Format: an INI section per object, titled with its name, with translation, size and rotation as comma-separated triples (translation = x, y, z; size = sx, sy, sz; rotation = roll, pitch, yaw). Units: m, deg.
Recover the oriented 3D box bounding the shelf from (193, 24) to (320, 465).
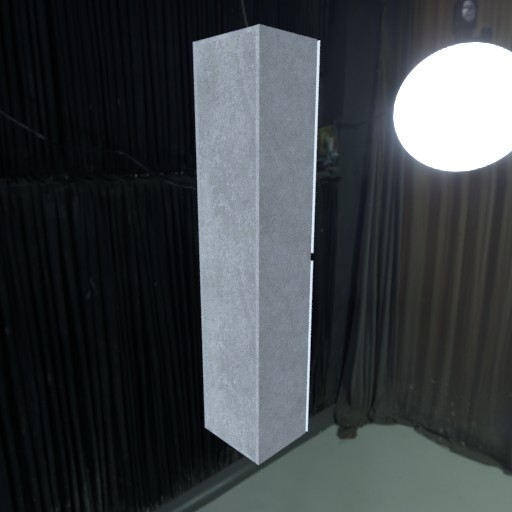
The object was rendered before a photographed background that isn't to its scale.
[shelf]
translation = 0.000, 0.000, 1.571
size = 0.270, 1.400, 0.300
rotation = -13, 19, -43
